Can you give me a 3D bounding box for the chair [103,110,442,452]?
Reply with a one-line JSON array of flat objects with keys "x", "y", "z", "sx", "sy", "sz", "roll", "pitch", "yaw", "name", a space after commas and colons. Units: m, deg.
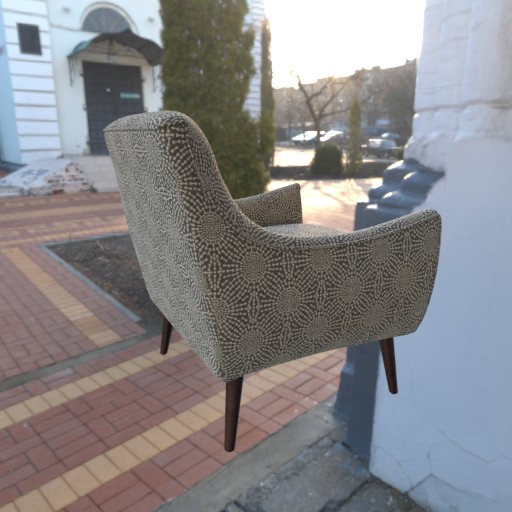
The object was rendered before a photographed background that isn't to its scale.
[{"x": 0.000, "y": 0.000, "z": 1.389, "sx": 0.787, "sy": 0.838, "sz": 0.762, "roll": -8, "pitch": 17, "yaw": -27, "name": "chair"}]
